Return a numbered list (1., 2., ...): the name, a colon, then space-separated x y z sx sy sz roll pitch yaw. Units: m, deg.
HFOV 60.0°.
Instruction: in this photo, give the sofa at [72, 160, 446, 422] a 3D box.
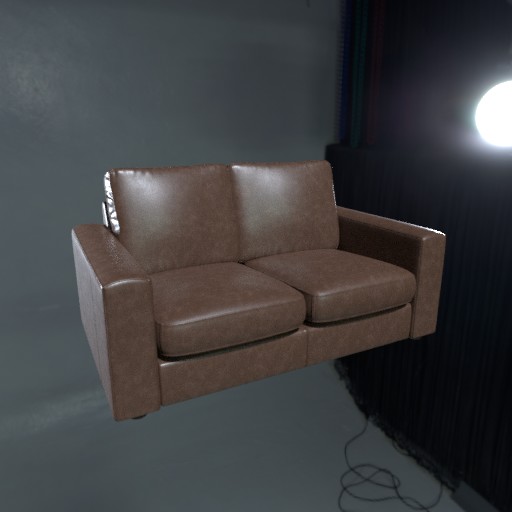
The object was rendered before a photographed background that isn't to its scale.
1. sofa: 0.000 0.000 2.222 1.616 0.873 1.016 -8 18 -26
